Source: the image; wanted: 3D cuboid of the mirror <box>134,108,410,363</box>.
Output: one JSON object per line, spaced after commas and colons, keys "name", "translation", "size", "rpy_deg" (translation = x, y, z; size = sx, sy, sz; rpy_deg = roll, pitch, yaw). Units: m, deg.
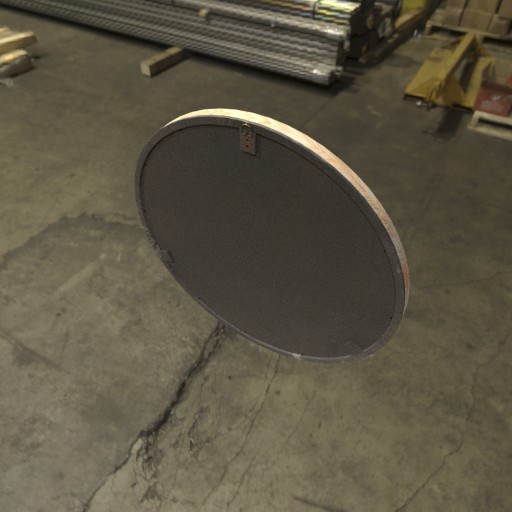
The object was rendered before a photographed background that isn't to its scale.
{"name": "mirror", "translation": [0.000, 0.000, 1.055], "size": [0.710, 0.710, 0.038], "rpy_deg": [23, 51, 21]}
